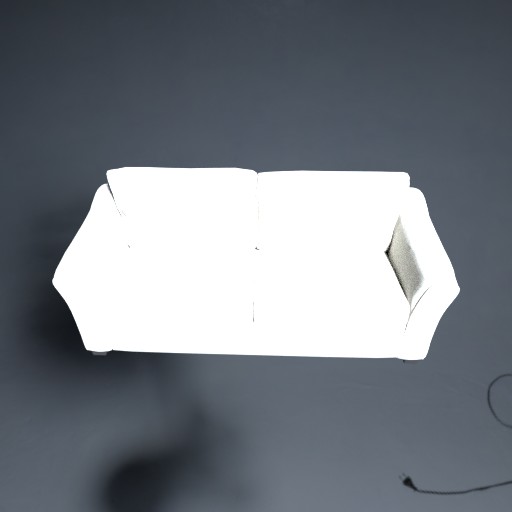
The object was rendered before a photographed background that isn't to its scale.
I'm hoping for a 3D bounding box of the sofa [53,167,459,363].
[{"bbox_3d":[0.000,0.000,2.843,2.270,0.965,0.980,1,30,2],"label":"sofa"}]
